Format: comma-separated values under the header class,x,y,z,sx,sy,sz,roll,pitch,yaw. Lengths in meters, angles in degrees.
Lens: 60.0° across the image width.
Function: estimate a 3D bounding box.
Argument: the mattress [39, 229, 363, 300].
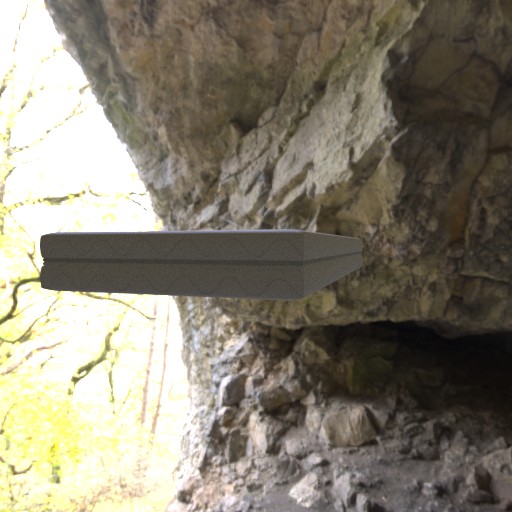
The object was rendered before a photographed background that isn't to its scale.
class,x,y,z,sx,sy,sz,roll,pitch,yaw
mattress,0.000,0.000,2.236,0.900,0.200,1.900,0,2,18
